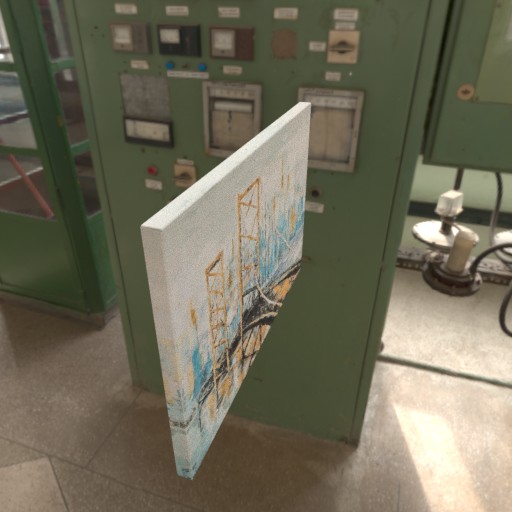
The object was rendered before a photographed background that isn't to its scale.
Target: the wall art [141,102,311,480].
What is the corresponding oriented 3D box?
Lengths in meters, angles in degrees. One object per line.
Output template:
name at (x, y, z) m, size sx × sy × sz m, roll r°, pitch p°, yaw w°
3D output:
wall art at (0.000, 0.000, 1.173) m, size 0.038 × 0.609 × 0.913 m, roll 10°, pitch 32°, yaw 17°
